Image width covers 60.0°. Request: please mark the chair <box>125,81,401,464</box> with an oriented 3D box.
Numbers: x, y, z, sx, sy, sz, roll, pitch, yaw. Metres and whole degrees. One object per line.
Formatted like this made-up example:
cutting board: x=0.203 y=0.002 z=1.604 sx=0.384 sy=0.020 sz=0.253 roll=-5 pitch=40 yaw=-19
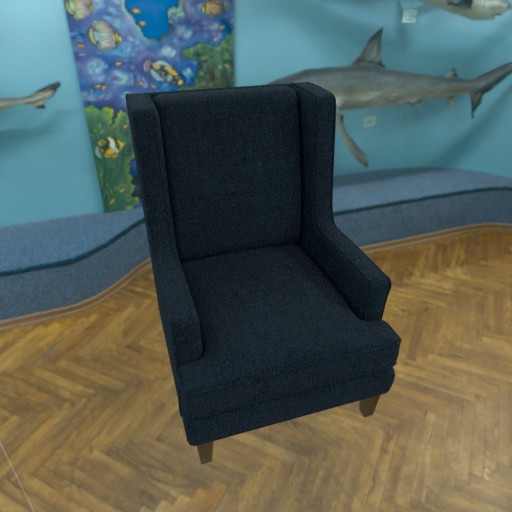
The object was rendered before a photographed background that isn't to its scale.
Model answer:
chair: x=0.000 y=0.000 z=1.694 sx=0.764 sy=1.072 sz=0.947 roll=-10 pitch=33 yaw=-15
